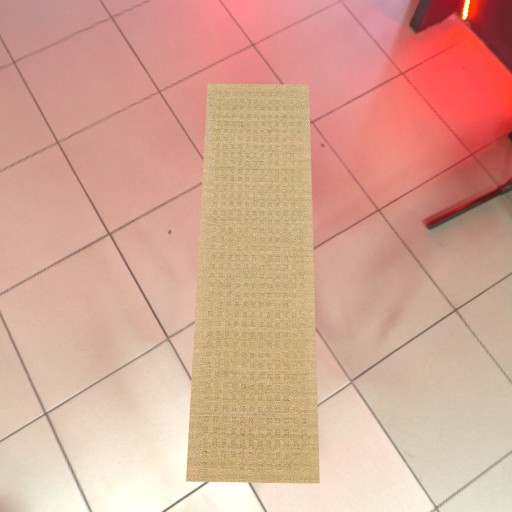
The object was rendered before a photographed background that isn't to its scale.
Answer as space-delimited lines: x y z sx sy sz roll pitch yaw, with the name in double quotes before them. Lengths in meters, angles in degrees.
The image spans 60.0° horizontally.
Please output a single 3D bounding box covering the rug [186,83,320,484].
"rug" 0.000 0.000 2.639 0.686 0.006 2.437 1 73 0
